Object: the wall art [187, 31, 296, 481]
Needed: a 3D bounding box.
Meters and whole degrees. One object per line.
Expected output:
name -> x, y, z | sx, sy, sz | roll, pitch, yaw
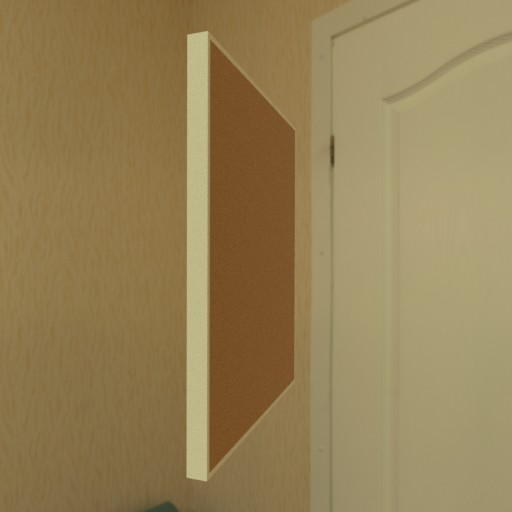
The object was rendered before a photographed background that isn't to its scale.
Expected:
wall art -> 0.000, 0.000, 0.754 | 0.030, 0.549, 0.443 | 0, 0, 19
